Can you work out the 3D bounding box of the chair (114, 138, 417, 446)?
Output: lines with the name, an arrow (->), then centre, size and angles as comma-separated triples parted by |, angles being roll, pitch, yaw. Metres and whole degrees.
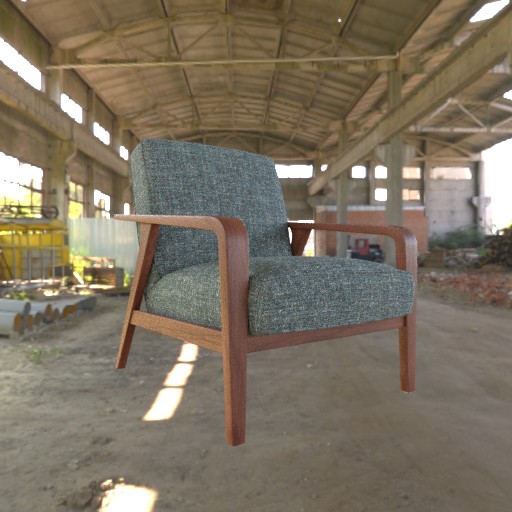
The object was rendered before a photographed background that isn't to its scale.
chair -> 0.000, 0.000, 1.523 | 0.719, 0.864, 0.889 | -1, 1, -36
